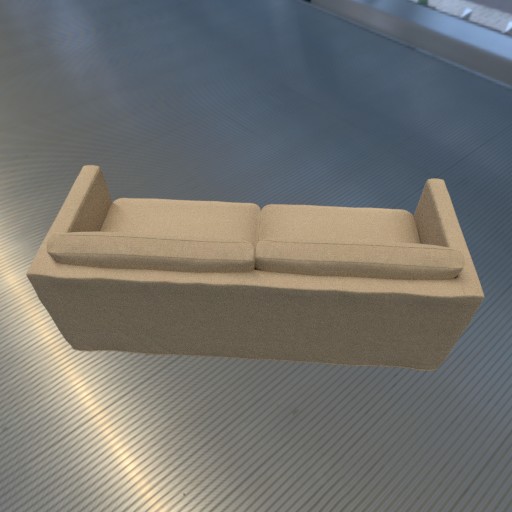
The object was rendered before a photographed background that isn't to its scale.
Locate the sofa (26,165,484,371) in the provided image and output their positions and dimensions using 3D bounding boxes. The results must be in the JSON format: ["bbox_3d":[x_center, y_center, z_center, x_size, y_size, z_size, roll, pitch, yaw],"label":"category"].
[{"bbox_3d":[0.000,0.000,2.708,2.312,0.853,0.962,3,48,2],"label":"sofa"}]
